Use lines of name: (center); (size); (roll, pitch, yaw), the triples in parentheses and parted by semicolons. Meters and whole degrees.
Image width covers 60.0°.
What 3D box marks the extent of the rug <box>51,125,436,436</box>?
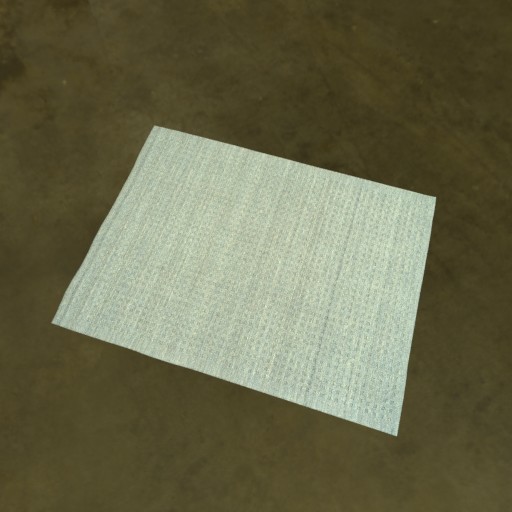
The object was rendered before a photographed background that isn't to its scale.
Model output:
rug: (0.000, 0.000, 4.347); (3.200, 0.007, 2.443); (16, 66, 7)
